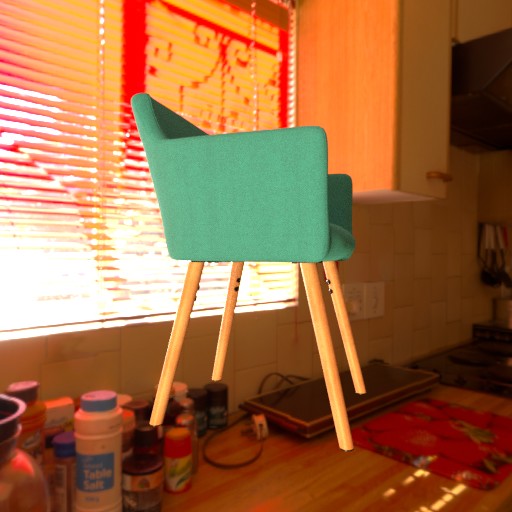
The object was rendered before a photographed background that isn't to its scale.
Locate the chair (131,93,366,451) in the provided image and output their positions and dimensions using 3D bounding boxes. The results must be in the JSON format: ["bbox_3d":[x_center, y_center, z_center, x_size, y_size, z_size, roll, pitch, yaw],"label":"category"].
[{"bbox_3d":[0.000,0.000,1.157,0.540,0.780,0.570,0,0,17],"label":"chair"}]
